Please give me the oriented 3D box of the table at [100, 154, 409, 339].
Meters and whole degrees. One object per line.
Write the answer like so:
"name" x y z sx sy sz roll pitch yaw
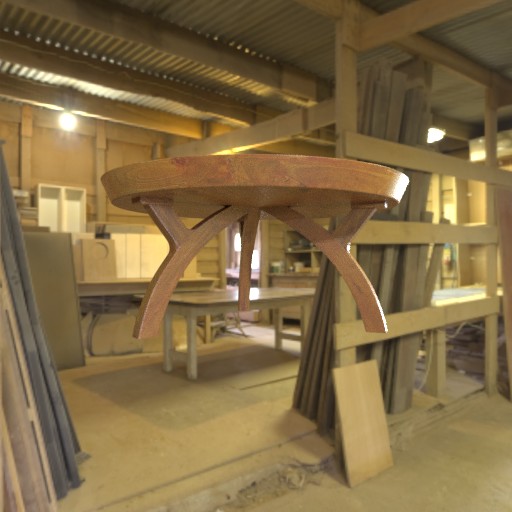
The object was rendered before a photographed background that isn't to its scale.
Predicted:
"table" 0.000 0.000 1.529 1.016 0.470 1.016 0 0 0
